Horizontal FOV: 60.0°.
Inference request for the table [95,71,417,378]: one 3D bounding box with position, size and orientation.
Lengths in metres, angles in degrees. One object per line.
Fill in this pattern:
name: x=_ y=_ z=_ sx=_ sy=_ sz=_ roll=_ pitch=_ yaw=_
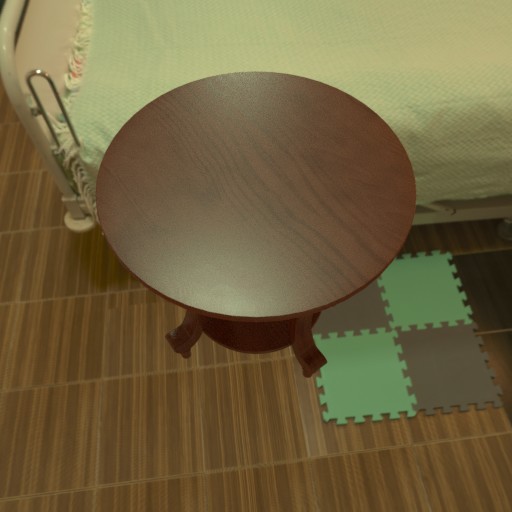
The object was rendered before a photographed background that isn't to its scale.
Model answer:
table: x=0.000 y=0.000 z=1.097 sx=0.597 sy=0.612 sz=0.597 roll=0 pitch=59 yaw=0
